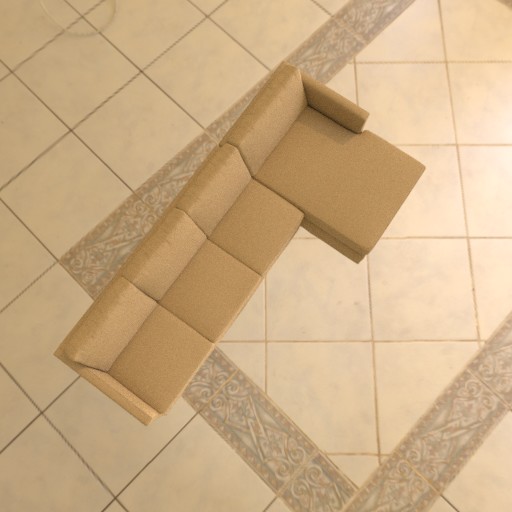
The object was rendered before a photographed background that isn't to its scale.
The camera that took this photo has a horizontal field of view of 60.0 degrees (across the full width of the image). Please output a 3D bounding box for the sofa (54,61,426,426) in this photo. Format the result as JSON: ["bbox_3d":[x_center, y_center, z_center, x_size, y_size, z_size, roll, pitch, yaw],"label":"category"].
[{"bbox_3d":[0.000,0.000,3.843,1.622,0.867,3.177,34,79,7],"label":"sofa"}]
